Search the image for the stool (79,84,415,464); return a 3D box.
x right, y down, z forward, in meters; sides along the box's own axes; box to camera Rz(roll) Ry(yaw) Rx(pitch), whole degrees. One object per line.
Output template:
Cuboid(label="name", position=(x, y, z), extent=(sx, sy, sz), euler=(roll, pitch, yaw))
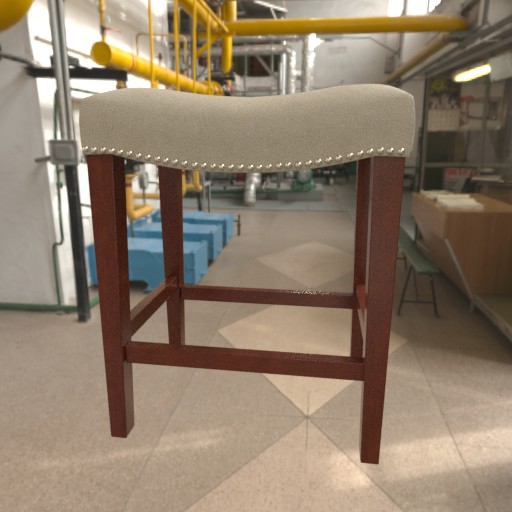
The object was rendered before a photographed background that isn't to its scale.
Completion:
Cuboid(label="stool", position=(0.000, 0.000, 0.891), extent=(0.509, 0.632, 0.375), euler=(2, 16, 8))
